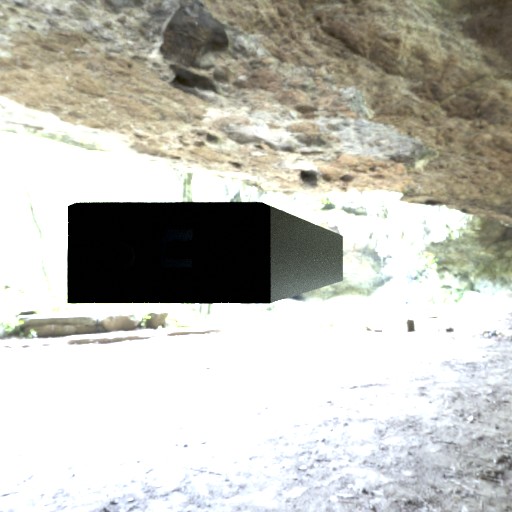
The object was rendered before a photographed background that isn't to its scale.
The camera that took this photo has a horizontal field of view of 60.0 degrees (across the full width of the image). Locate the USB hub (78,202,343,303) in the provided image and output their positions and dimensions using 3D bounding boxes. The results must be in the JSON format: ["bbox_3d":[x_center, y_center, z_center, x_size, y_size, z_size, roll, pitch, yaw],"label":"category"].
[{"bbox_3d":[0.000,0.000,0.159,0.044,0.023,0.145,0,-1,19],"label":"USB hub"}]
